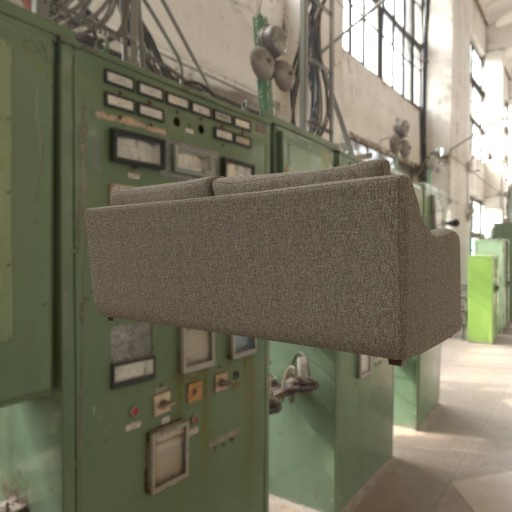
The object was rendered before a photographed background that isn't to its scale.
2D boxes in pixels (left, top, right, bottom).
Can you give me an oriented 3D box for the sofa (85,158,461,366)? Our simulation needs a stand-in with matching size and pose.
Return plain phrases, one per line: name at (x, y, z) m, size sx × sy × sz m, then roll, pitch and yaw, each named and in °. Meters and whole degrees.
sofa at (0.000, 0.000, 2.997) m, size 2.418 × 0.998 × 1.103 m, roll 0°, pitch 0°, yaw 38°
